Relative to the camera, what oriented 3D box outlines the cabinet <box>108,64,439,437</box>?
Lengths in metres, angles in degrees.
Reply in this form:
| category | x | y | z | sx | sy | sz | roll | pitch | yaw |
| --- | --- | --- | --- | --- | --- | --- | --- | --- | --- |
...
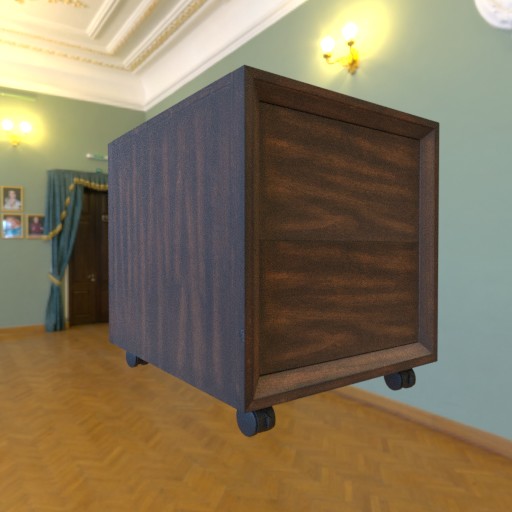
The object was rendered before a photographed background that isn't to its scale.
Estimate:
| category | x | y | z | sx | sy | sz | roll | pitch | yaw |
| --- | --- | --- | --- | --- | --- | --- | --- | --- | --- |
| cabinet | 0.000 | 0.000 | 0.835 | 0.402 | 0.455 | 0.500 | -1 | 1 | -36 |
